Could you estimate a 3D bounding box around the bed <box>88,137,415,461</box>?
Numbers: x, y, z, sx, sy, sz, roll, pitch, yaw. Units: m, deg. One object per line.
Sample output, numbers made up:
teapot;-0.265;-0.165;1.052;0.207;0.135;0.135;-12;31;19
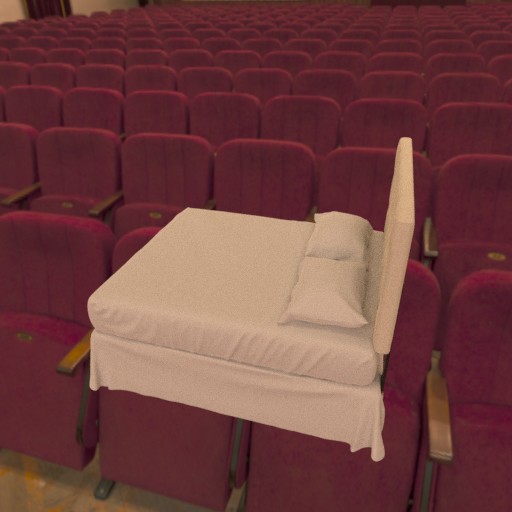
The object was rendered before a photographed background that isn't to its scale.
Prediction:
bed;0.000;0.000;3.409;2.222;1.577;1.936;8;30;14
